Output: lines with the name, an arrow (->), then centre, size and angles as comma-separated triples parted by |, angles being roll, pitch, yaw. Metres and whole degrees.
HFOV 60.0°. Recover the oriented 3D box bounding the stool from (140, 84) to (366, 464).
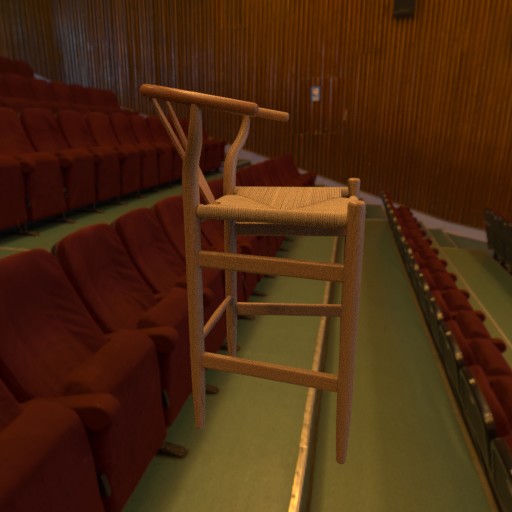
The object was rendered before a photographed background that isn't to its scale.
stool -> 0.000, 0.000, 1.278 | 0.575, 0.923, 0.536 | 3, 16, 11
